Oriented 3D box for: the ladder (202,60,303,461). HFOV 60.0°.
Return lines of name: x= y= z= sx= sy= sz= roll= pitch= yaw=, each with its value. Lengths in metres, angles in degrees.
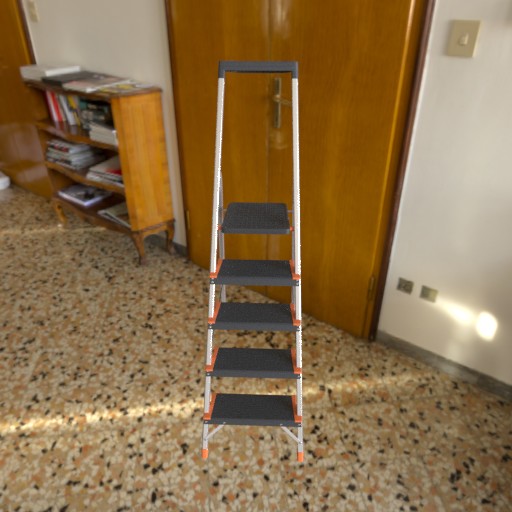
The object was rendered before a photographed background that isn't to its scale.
ladder: x=0.000 y=0.000 z=2.099 sx=0.480 sy=1.646 sz=0.995 roll=1 pitch=30 yaw=2
